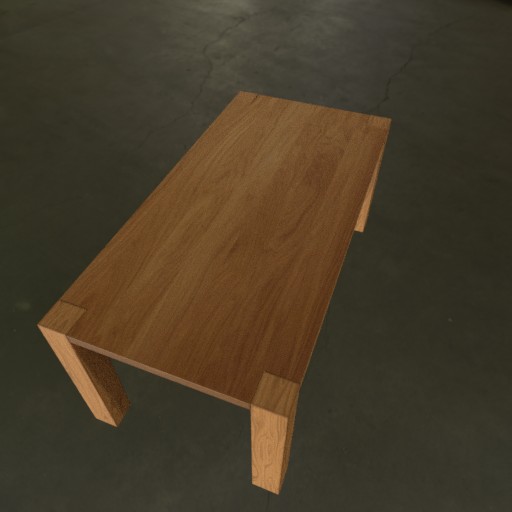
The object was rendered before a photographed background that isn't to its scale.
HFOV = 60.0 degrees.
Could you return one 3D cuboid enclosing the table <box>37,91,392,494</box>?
[{"bbox_3d":[0.000,0.000,2.246,0.900,0.760,1.800,16,49,14],"label":"table"}]
